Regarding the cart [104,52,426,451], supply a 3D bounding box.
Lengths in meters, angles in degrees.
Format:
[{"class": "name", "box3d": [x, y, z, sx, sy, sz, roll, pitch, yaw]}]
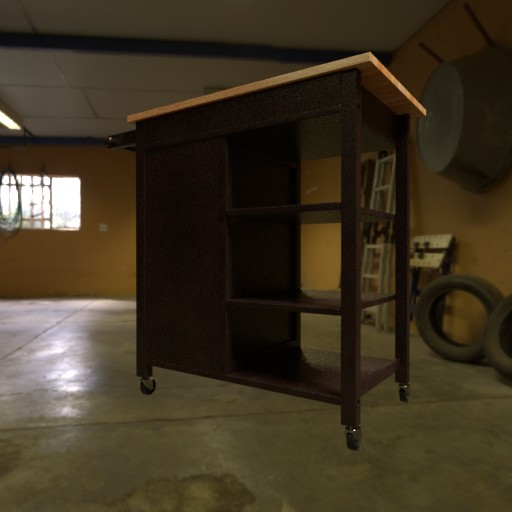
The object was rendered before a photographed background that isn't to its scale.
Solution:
[{"class": "cart", "box3d": [0.000, 0.000, 1.400, 0.914, 0.878, 0.472, 0, 1, 35]}]
